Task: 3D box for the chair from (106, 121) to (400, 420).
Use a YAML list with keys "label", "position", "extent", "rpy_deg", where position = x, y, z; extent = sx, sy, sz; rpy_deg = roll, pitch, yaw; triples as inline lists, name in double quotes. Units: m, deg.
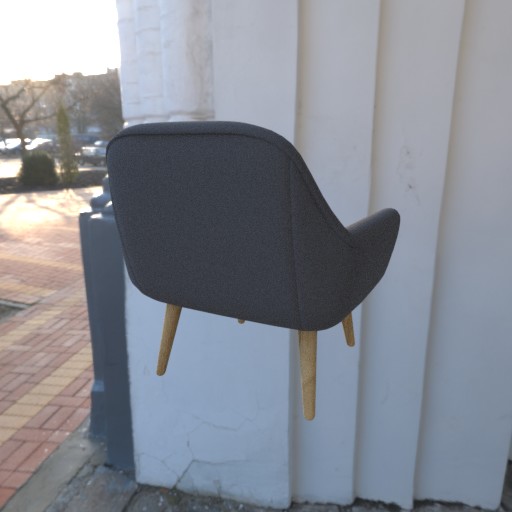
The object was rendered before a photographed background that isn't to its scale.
- label: "chair"
  position: [0.000, 0.000, 1.422]
  extent: [0.770, 0.800, 0.779]
  rpy_deg: [7, 16, 27]
